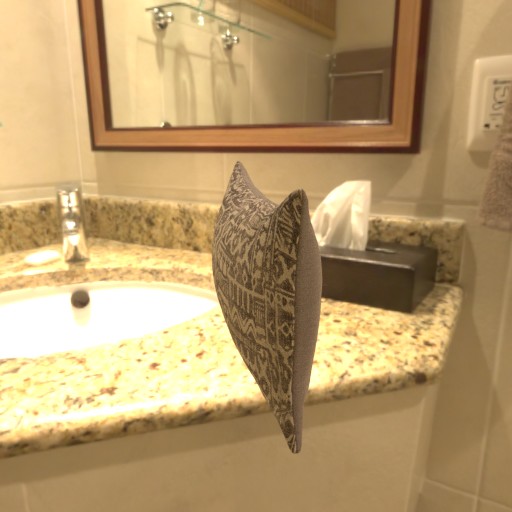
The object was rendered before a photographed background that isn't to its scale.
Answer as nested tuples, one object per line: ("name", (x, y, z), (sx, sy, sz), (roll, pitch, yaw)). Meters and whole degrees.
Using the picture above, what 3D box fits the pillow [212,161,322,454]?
("pillow", (0.000, 0.000, 0.750), (0.148, 0.290, 0.631), (-2, 15, -8))
